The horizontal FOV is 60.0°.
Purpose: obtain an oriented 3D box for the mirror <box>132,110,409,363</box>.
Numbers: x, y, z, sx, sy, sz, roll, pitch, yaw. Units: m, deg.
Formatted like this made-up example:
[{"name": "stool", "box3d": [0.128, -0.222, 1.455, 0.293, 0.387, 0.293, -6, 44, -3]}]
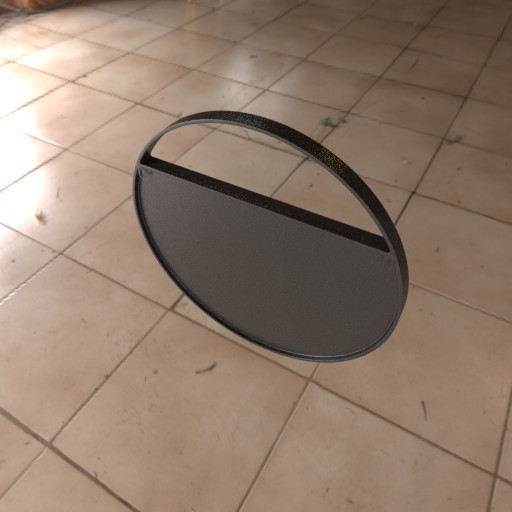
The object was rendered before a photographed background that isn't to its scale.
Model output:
[{"name": "mirror", "box3d": [0.000, 0.000, 0.848, 0.565, 0.565, 0.032, 22, 50, 20]}]
